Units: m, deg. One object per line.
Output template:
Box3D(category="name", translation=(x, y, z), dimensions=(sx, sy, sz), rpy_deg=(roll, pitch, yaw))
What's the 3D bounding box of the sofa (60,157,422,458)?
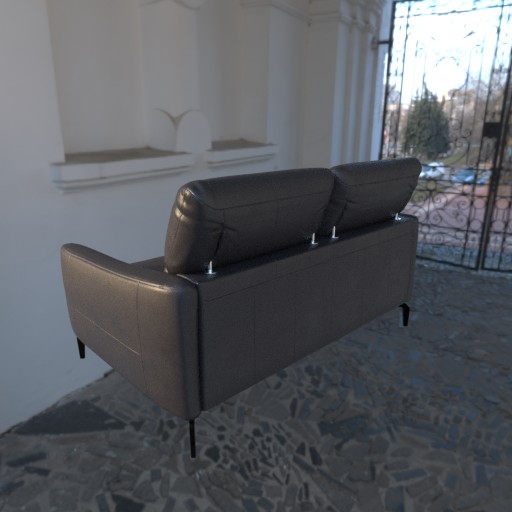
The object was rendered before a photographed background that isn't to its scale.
Box3D(category="sofa", translation=(0.000, 0.000, 2.157), dimensions=(1.596, 0.920, 0.958), rpy_deg=(-16, 23, -42))
